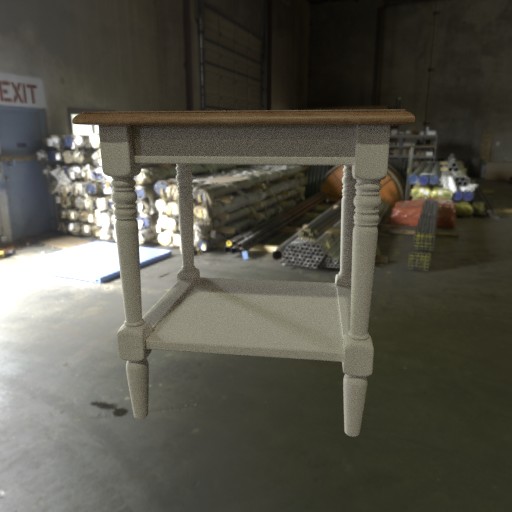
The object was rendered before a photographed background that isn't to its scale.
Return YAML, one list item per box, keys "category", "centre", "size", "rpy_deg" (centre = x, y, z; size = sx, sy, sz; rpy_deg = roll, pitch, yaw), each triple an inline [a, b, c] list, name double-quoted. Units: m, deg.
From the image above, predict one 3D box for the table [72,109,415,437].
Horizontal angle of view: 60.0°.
- category: "table"
  centre: [0.000, 0.000, 0.935]
  size: [0.508, 0.561, 0.457]
  rpy_deg: [2, 15, 7]
